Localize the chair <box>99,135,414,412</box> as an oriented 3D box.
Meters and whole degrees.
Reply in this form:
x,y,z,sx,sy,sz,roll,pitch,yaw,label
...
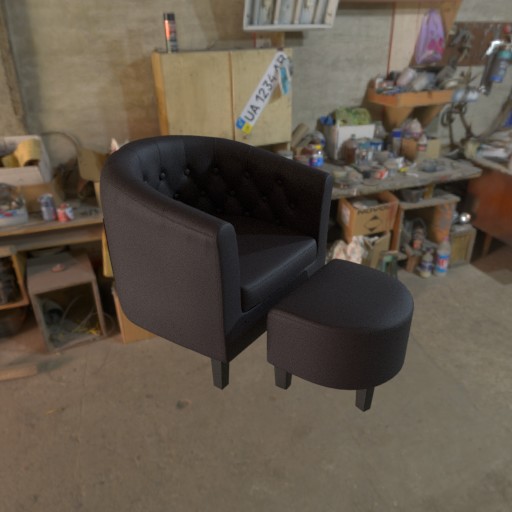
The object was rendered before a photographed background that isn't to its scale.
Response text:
x,y,z,sx,sy,sz,roll,pitch,yaw,label
0.000,0.000,1.680,1.191,0.760,0.763,17,31,32,chair
